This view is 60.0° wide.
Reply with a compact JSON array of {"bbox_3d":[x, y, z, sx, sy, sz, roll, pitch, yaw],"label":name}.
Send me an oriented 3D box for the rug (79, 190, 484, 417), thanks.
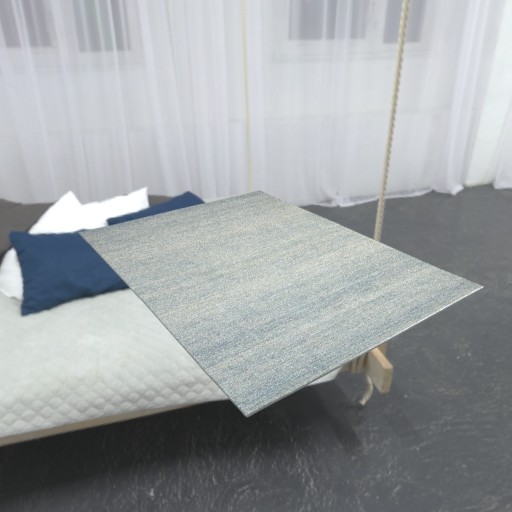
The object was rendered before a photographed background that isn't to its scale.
[{"bbox_3d":[0.000,0.000,4.295,2.461,0.046,3.237,-18,31,-31],"label":"rug"}]
